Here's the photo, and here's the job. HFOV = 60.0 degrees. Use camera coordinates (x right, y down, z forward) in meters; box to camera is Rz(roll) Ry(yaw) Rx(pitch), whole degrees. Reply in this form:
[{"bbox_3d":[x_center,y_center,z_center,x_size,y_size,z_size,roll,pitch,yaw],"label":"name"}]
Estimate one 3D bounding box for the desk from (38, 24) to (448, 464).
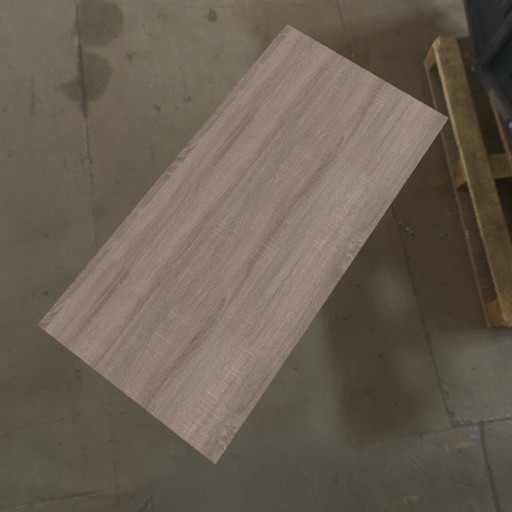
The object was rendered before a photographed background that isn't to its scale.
[{"bbox_3d":[0.000,0.000,1.425,0.495,0.762,0.991,34,78,9],"label":"desk"}]
